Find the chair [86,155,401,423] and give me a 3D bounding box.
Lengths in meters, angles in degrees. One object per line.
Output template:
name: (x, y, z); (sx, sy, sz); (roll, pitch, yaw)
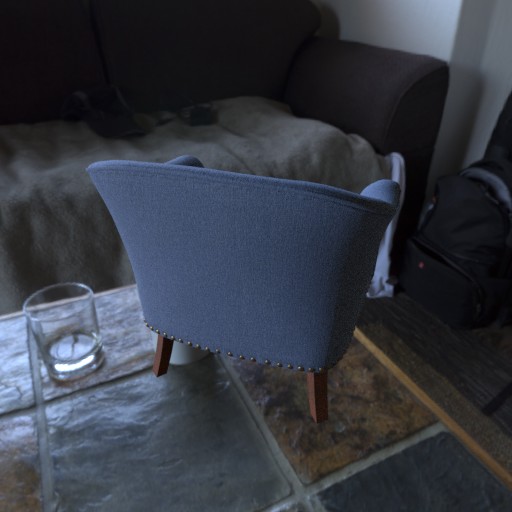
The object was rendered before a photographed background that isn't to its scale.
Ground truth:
chair: (0.000, 0.000, 1.399); (0.798, 0.815, 0.704); (11, 34, 17)
